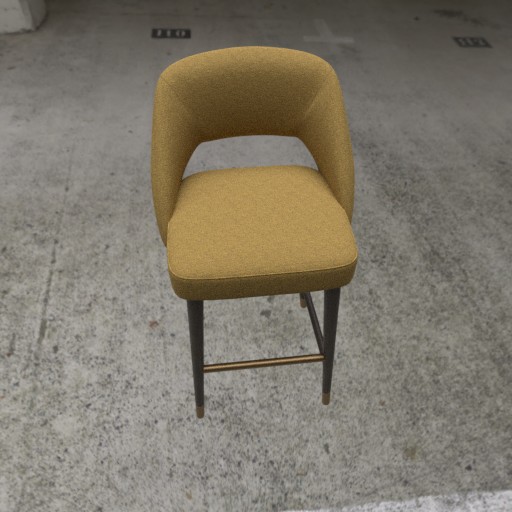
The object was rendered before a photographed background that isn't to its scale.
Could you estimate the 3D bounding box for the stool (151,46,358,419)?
[{"bbox_3d":[0.000,0.000,1.331,0.536,1.032,0.522,-5,47,-4],"label":"stool"}]
